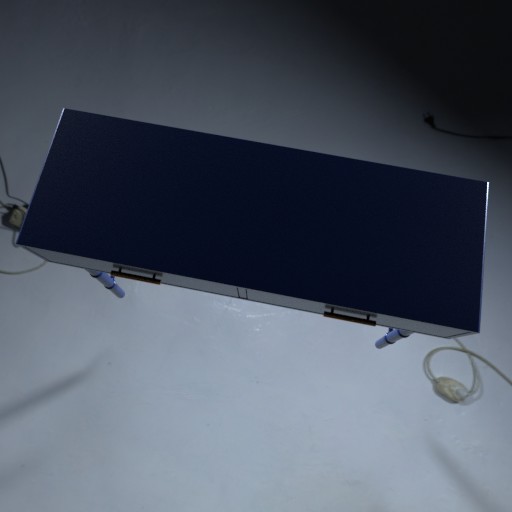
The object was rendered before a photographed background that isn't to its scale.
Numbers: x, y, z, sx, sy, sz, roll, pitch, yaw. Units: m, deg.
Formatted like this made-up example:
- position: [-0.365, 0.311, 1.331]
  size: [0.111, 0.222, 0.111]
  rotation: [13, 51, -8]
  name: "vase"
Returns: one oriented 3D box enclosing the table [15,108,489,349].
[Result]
- position: [0.000, 0.000, 1.446]
  size: [1.118, 0.749, 0.399]
  rotation: [11, 75, 3]
  name: "table"
